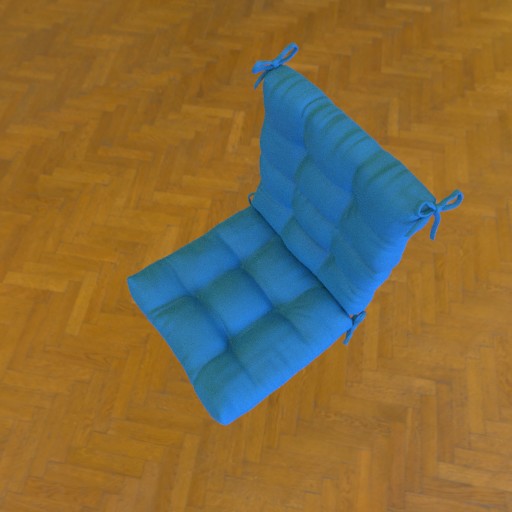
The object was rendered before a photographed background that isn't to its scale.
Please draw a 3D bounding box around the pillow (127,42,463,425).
[{"bbox_3d":[0.000,0.000,1.034,0.571,0.605,0.519,-34,68,-15],"label":"pillow"}]
